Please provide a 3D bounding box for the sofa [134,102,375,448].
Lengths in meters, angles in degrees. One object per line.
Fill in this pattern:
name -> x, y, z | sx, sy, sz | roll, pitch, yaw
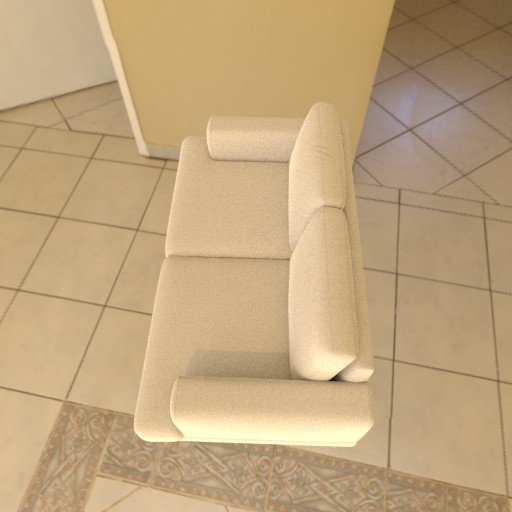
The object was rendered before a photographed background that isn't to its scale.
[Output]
sofa -> 0.000, 0.000, 2.120 | 0.915, 0.810, 1.651 | 2, 58, 1
